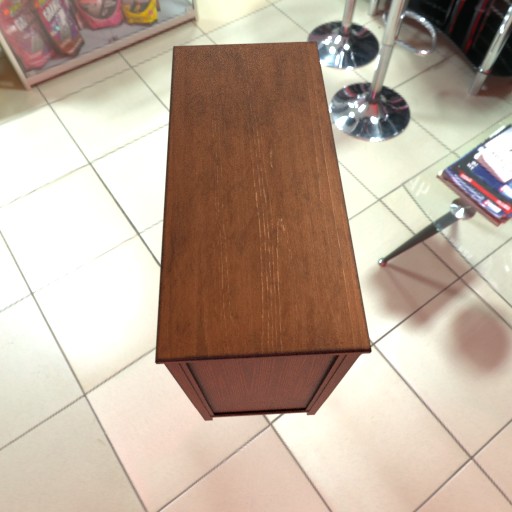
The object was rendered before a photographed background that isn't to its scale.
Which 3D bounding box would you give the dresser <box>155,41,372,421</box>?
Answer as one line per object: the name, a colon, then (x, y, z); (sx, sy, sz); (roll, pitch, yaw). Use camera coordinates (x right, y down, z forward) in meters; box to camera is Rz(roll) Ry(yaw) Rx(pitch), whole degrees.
dresser: (0.000, 0.000, 1.987); (0.591, 1.224, 1.250); (-3, 62, -1)
